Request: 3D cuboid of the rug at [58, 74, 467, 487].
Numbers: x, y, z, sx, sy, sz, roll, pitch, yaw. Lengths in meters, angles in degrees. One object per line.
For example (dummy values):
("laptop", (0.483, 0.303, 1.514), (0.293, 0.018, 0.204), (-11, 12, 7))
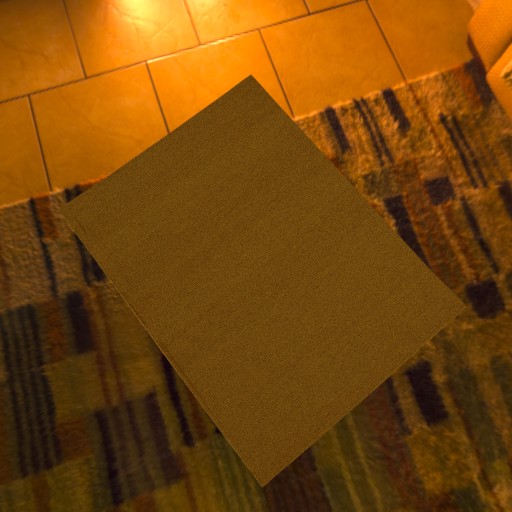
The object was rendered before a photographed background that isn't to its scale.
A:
("rug", (0.000, 0.000, 4.210), (2.434, 0.045, 3.202), (-38, 78, -9))
